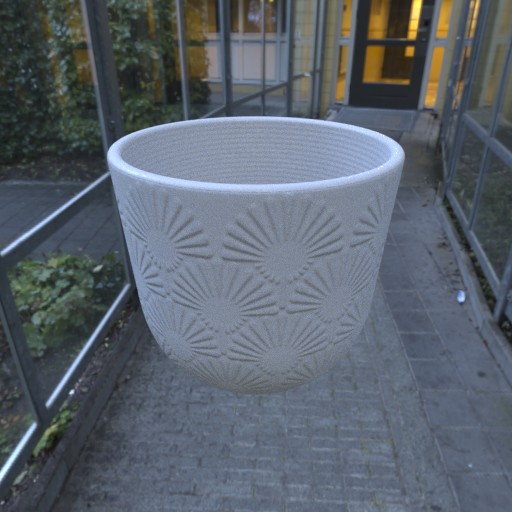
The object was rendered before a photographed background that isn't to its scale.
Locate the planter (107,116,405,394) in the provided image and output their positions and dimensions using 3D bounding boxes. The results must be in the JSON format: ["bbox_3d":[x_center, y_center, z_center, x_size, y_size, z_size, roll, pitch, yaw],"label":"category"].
[{"bbox_3d":[0.000,0.000,0.297,0.170,0.152,0.170,0,27,0],"label":"planter"}]
